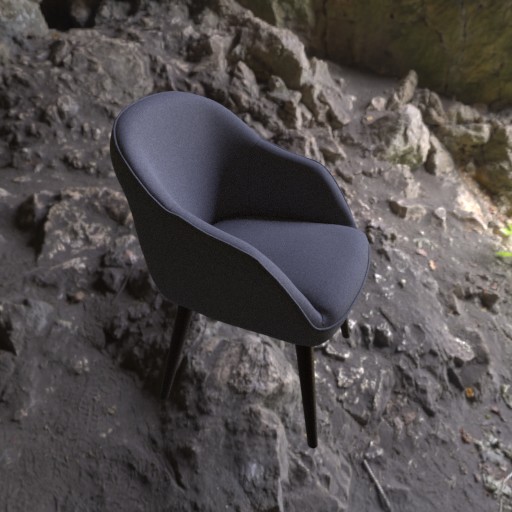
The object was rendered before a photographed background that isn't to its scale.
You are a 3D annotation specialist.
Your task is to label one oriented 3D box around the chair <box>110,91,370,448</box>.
[{"bbox_3d":[0.000,0.000,1.237,0.611,0.810,0.589,11,33,18],"label":"chair"}]
